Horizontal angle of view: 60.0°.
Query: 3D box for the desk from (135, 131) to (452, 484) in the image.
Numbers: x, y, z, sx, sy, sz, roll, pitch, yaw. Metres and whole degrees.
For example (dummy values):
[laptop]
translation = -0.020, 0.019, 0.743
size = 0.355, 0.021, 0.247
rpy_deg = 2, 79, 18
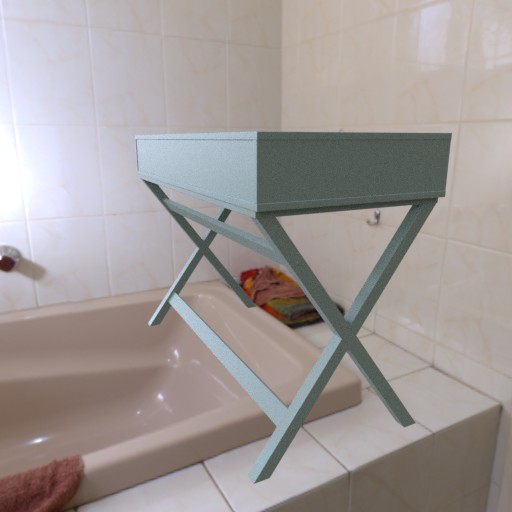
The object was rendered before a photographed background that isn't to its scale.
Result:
[desk]
translation = 0.000, 0.000, 1.475
size = 0.525, 0.780, 1.057
rpy_deg = -7, 16, -26
